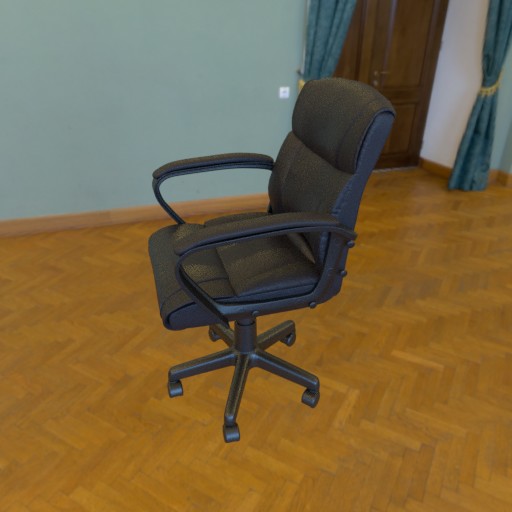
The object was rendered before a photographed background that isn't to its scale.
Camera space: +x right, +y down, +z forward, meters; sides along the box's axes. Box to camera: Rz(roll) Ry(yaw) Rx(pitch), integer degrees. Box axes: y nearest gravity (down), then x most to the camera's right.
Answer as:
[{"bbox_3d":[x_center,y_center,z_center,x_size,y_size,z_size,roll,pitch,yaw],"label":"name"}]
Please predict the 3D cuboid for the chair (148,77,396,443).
[{"bbox_3d":[0.000,0.000,1.380,0.641,0.998,0.576,-8,31,-14],"label":"chair"}]
